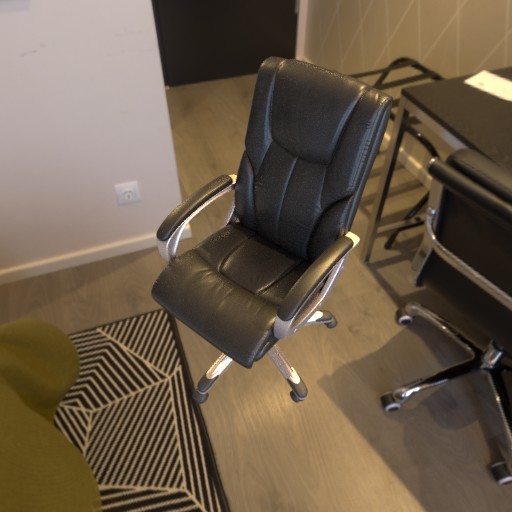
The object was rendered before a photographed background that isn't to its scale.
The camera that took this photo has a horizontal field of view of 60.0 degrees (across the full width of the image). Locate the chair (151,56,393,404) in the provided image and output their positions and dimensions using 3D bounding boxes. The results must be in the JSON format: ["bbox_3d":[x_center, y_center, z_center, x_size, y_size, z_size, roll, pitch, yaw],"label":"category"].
[{"bbox_3d":[0.000,0.000,1.633,0.700,1.145,0.780,31,54,26],"label":"chair"}]
